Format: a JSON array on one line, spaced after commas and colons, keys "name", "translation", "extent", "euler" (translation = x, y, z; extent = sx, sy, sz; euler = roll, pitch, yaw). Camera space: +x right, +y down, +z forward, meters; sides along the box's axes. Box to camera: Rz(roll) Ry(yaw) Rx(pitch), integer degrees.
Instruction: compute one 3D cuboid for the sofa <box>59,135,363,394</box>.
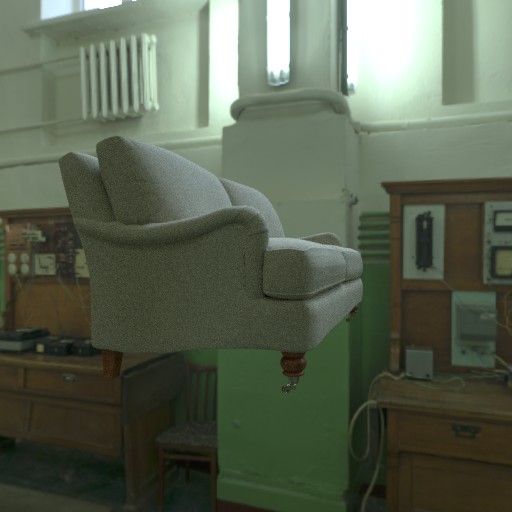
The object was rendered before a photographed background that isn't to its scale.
[{"name": "sofa", "translation": [0.000, 0.000, 2.603], "extent": [1.091, 0.997, 2.070], "euler": [0, 0, 19]}]
